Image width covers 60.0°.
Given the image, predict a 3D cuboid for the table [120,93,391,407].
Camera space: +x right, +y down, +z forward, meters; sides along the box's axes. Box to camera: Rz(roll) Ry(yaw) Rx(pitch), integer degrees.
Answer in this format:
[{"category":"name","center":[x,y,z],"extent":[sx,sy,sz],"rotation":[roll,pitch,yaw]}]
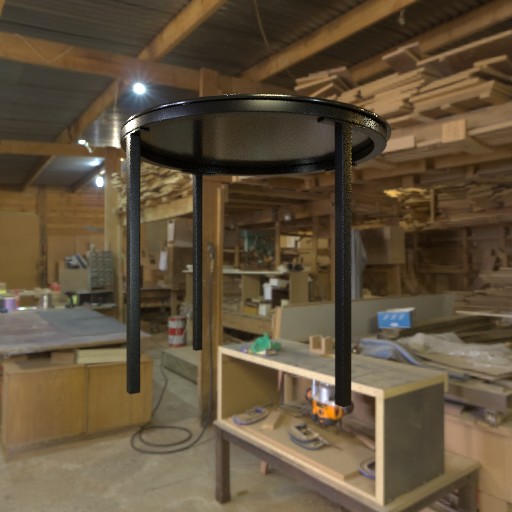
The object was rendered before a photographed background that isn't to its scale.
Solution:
[{"category":"table","center":[0.000,0.000,0.854],"extent":[0.499,0.443,0.499],"rotation":[0,0,0]}]
